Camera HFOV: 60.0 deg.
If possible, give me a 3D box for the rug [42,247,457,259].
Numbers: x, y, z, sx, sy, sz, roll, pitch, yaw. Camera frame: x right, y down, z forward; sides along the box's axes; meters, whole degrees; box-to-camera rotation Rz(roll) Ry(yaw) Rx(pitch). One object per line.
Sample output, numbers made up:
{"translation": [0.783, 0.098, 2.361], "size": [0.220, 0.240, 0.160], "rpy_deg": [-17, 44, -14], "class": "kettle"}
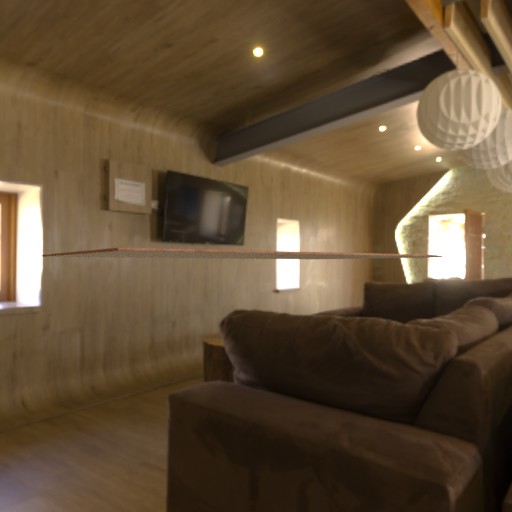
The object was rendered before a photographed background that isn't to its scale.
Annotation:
{"translation": [0.000, 0.000, 3.059], "size": [2.438, 0.014, 1.524], "rpy_deg": [1, -1, -36], "class": "rug"}
